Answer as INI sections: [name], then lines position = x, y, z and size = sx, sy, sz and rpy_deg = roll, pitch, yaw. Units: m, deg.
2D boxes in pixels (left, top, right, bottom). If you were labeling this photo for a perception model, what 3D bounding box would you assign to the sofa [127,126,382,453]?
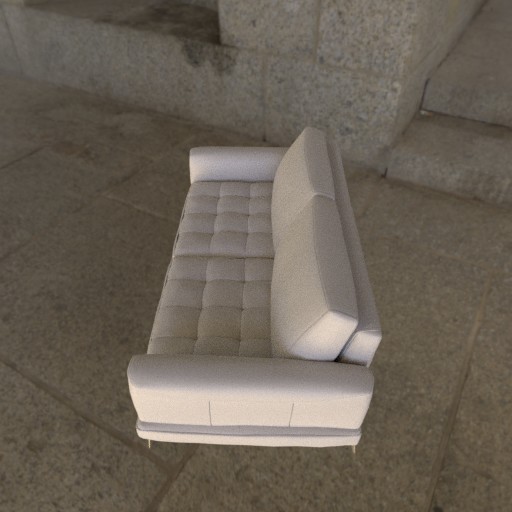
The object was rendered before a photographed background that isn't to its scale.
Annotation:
[sofa]
position = 0.000, 0.000, 2.742
size = 1.121, 0.930, 2.177
rpy_deg = 1, 42, 1
